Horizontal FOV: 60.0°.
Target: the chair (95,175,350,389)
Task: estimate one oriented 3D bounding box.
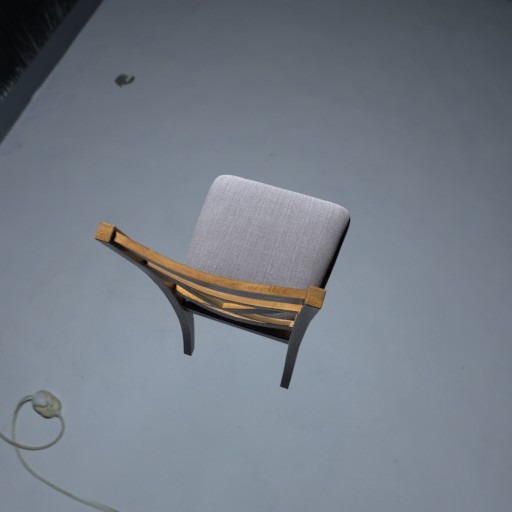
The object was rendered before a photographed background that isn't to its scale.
[{"bbox_3d":[0.000,0.000,1.277,0.470,0.949,0.581,17,65,8],"label":"chair"}]
